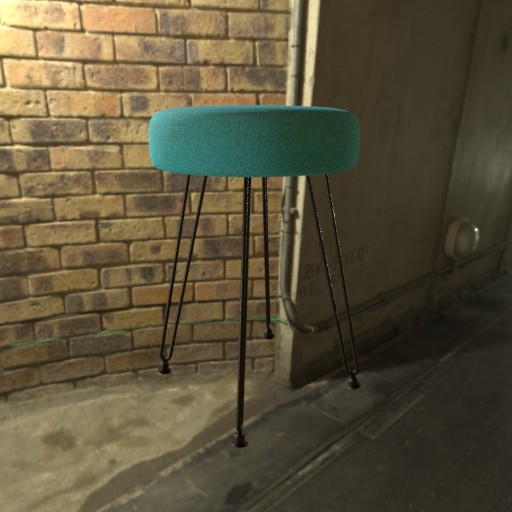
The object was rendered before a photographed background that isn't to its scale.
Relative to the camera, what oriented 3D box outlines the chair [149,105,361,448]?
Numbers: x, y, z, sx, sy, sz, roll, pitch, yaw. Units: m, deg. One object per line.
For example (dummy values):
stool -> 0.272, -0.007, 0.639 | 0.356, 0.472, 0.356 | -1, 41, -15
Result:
chair -> 0.000, 0.000, 0.694 | 0.350, 0.440, 0.350 | 2, 16, 8
